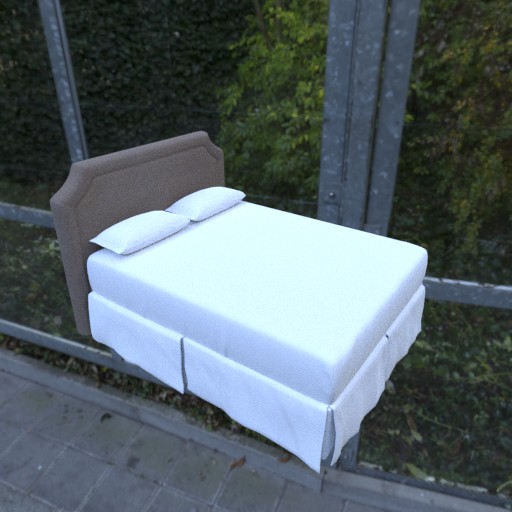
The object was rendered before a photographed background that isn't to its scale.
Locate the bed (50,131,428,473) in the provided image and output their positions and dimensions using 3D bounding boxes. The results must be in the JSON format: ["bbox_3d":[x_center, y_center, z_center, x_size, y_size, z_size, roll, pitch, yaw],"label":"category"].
[{"bbox_3d":[0.000,0.000,3.130,2.116,1.290,1.693,18,32,31],"label":"bed"}]
